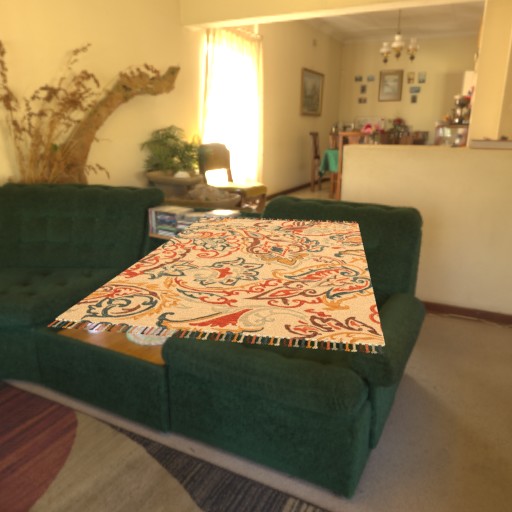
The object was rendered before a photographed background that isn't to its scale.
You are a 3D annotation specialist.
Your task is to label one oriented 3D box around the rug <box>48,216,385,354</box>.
[{"bbox_3d":[0.000,0.000,3.138,1.523,0.010,2.584,3,17,9],"label":"rug"}]
